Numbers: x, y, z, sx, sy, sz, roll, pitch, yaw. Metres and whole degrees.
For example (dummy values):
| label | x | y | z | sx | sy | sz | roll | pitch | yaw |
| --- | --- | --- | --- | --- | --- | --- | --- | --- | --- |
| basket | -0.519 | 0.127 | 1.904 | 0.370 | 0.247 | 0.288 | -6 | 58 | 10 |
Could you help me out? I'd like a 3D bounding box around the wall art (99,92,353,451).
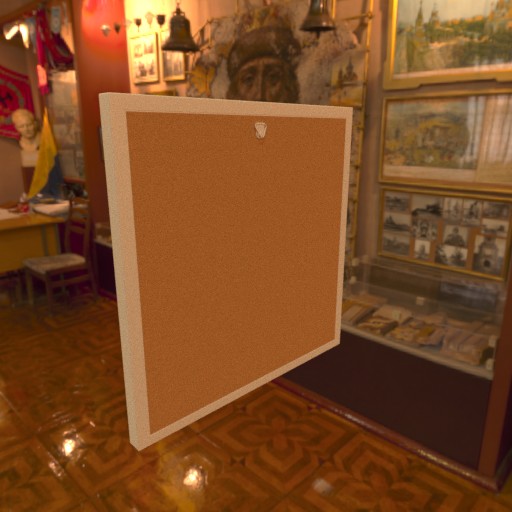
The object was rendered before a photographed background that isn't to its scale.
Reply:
| label | x | y | z | sx | sy | sz | roll | pitch | yaw |
| --- | --- | --- | --- | --- | --- | --- | --- | --- | --- |
| wall art | 0.000 | 0.000 | 1.160 | 0.761 | 0.762 | 0.050 | -15 | 21 | -42 |
